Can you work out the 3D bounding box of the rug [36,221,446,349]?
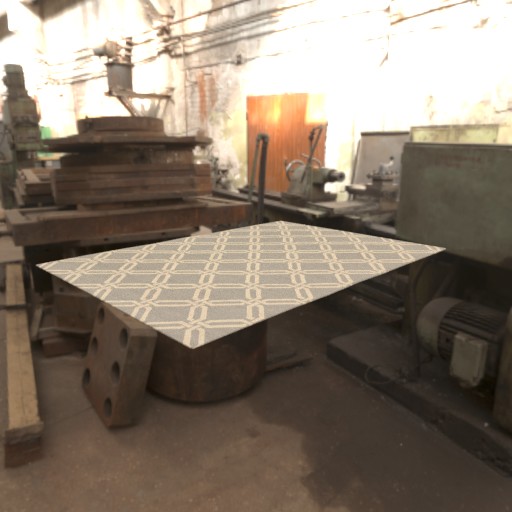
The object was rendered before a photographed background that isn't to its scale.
[{"bbox_3d":[0.000,0.000,2.794,2.133,0.013,1.522,-14,20,-43],"label":"rug"}]
